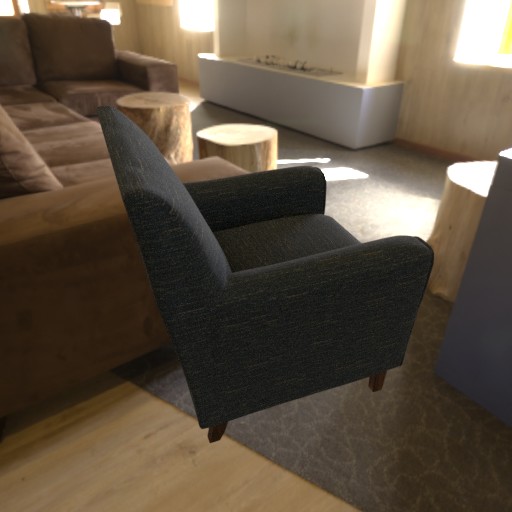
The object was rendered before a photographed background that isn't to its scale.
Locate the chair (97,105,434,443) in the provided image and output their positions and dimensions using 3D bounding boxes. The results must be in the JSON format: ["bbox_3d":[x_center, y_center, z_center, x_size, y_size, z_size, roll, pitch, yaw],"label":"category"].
[{"bbox_3d":[0.000,0.000,1.567,0.873,0.928,0.864,-11,32,-18],"label":"chair"}]
